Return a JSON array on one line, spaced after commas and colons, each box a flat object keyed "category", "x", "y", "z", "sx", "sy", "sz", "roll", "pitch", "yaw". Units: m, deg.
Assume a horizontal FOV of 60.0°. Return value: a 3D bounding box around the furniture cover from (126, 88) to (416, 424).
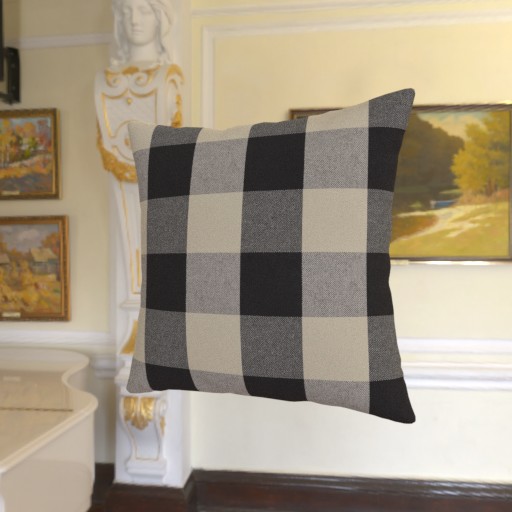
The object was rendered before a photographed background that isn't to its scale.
[{"category": "furniture cover", "x": 0.000, "y": 0.000, "z": 0.752, "sx": 0.511, "sy": 0.509, "sz": 0.161, "roll": 0, "pitch": -1, "yaw": 19}]
